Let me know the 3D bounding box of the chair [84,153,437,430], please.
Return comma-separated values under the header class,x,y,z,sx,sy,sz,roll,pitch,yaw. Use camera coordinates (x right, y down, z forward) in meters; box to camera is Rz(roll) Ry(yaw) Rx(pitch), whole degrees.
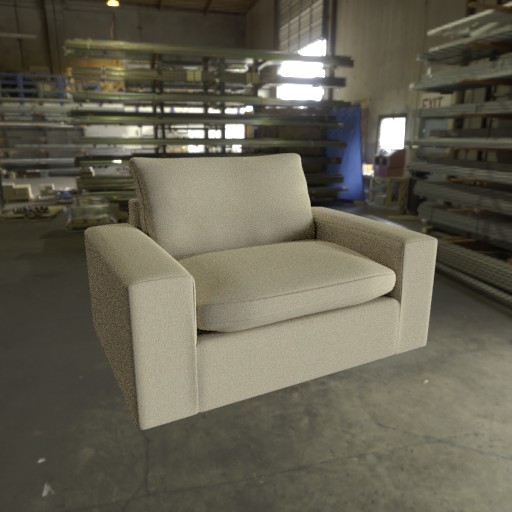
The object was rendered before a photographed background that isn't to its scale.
class,x,y,z,sx,sy,sz,roll,pitch,yaw
chair,0.000,0.000,2.106,1.398,0.915,1.039,-8,17,-27
